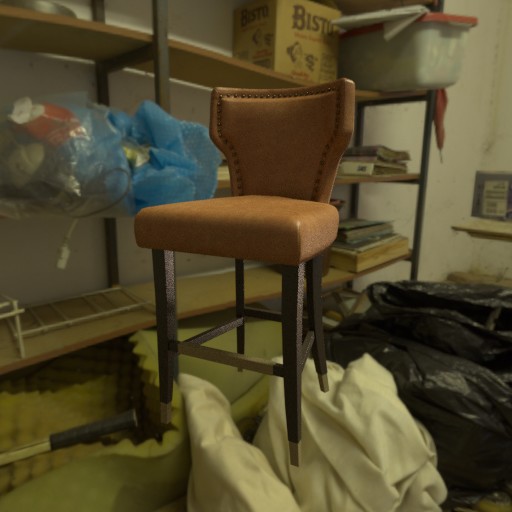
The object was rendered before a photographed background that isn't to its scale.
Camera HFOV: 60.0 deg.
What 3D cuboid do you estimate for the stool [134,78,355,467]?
[{"bbox_3d":[0.000,0.000,1.427,0.526,1.092,0.563,6,14,26],"label":"stool"}]
